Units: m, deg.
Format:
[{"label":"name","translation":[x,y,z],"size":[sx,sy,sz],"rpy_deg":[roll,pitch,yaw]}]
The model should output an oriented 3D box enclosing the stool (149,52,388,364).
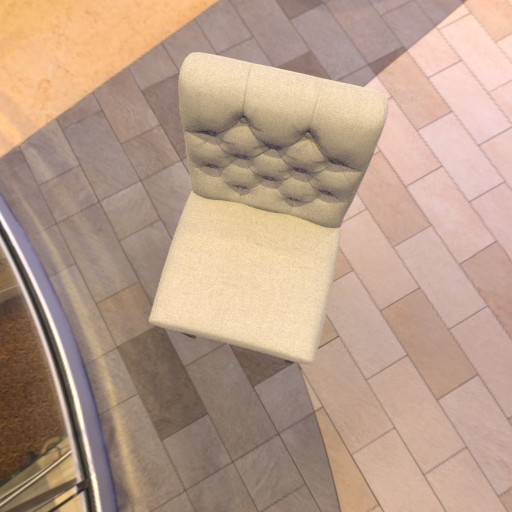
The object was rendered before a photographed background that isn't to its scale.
[{"label":"stool","translation":[0.000,0.000,1.442],"size":[0.493,1.140,0.601],"rpy_deg":[14,76,3]}]
